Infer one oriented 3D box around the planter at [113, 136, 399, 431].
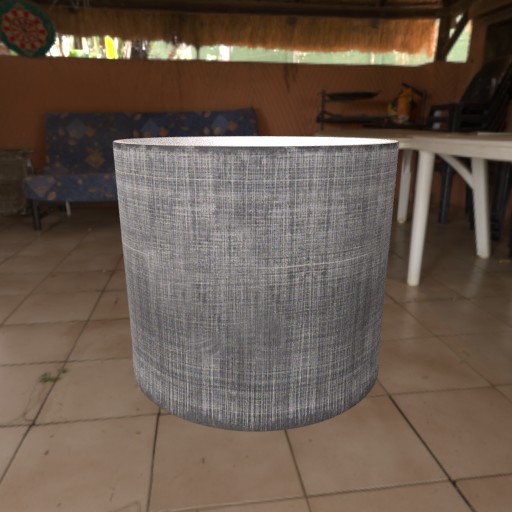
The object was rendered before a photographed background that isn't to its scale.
[{"bbox_3d":[0.000,0.000,0.310,0.178,0.157,0.178,0,17,0],"label":"planter"}]
